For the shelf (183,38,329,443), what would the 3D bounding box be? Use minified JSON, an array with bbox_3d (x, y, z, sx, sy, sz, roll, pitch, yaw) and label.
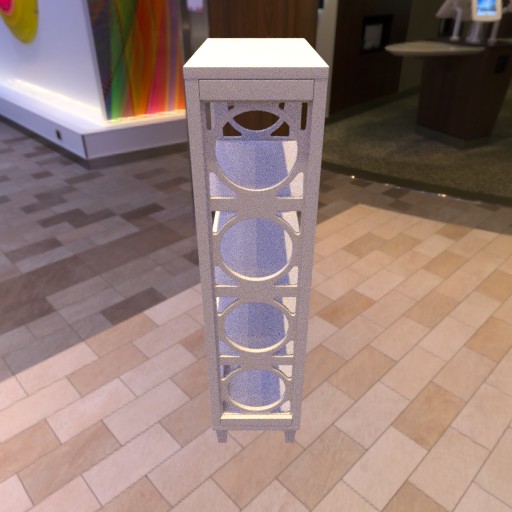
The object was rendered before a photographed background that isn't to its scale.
[{"bbox_3d":[0.000,0.000,1.659,0.340,1.411,0.611,0,32,0],"label":"shelf"}]
